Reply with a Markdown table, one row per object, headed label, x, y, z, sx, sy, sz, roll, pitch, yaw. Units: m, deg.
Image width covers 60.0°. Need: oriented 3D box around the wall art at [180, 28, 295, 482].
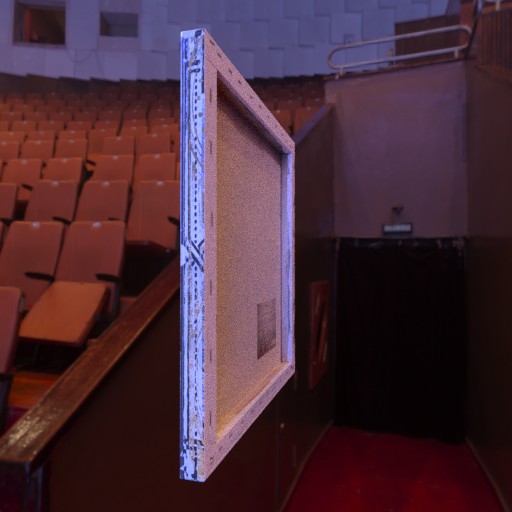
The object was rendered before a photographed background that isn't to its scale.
| label | x | y | z | sx | sy | sz | roll | pitch | yaw |
| --- | --- | --- | --- | --- | --- | --- | --- | --- | --- |
| wall art | 0.000 | 0.000 | 0.887 | 0.036 | 0.607 | 0.609 | 0 | -1 | 16 |
